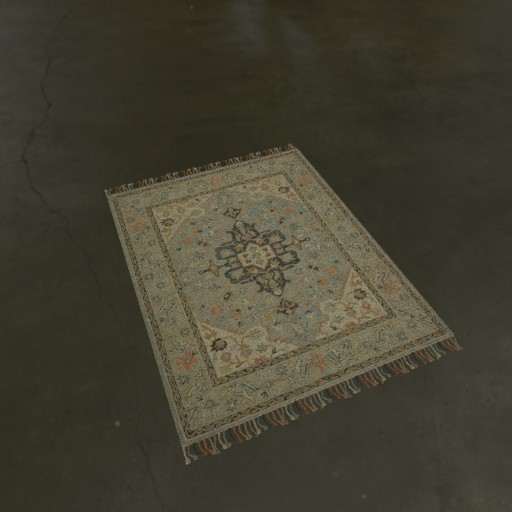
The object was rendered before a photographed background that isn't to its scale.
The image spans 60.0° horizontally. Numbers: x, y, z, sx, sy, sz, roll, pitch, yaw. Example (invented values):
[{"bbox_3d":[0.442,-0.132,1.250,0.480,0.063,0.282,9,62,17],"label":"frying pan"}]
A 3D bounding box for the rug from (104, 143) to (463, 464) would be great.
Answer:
[{"bbox_3d":[0.000,0.000,4.330,2.379,0.011,3.221,-17,50,-15],"label":"rug"}]
